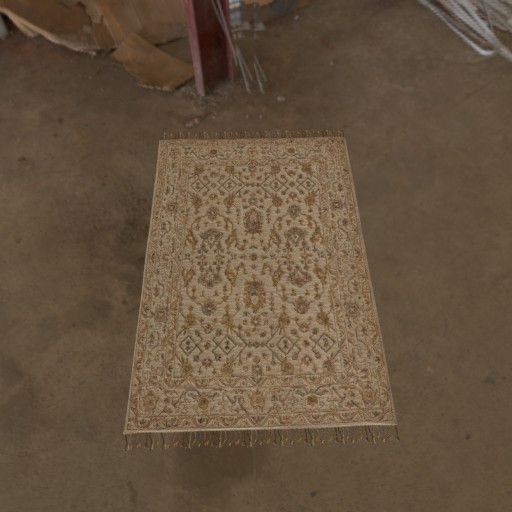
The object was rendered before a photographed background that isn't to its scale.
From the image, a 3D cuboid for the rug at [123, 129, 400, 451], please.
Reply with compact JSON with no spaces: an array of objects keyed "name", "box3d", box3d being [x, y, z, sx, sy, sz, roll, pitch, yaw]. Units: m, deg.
[{"name":"rug","box3d":[0.000,0.000,3.044,1.529,0.027,2.434,-1,59,-1]}]
